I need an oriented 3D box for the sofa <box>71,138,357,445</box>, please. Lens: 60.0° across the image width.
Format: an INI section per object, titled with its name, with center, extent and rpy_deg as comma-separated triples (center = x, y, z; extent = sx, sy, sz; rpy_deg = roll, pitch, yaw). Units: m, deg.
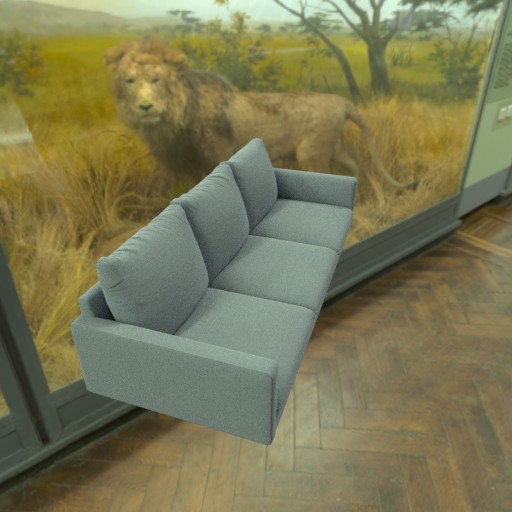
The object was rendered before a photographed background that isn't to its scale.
[sofa]
center = 0.000, 0.000, 2.487
extent = 0.850, 0.830, 2.000
rpy_deg = 10, 32, 16
